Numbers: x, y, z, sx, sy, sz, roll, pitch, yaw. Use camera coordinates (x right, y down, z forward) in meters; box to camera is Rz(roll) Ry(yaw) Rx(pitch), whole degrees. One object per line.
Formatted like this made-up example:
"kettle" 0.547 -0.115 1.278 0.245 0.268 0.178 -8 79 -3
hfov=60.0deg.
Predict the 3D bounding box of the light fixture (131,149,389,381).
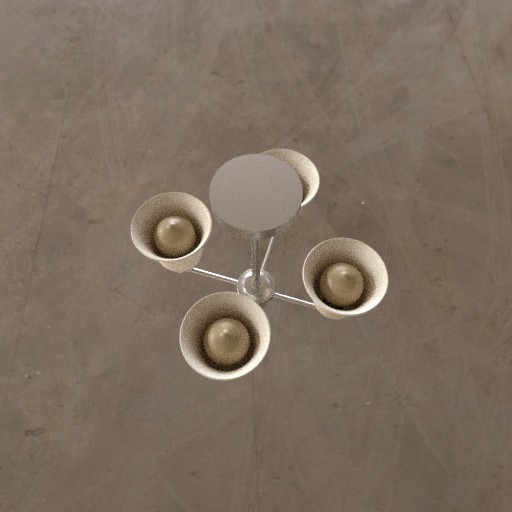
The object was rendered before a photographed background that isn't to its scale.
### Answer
"light fixture" 0.000 0.000 0.733 0.427 0.370 0.427 16 64 8
